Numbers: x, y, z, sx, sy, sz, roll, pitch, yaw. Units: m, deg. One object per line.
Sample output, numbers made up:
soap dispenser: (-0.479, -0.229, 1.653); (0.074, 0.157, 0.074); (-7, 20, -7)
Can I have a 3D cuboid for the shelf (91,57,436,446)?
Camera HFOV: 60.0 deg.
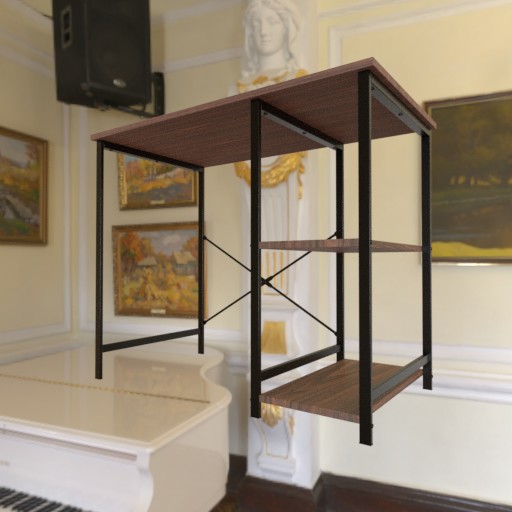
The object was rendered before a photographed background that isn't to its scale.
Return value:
shelf: (0.000, 0.000, 1.307); (0.902, 0.750, 0.498); (-1, -1, 35)
